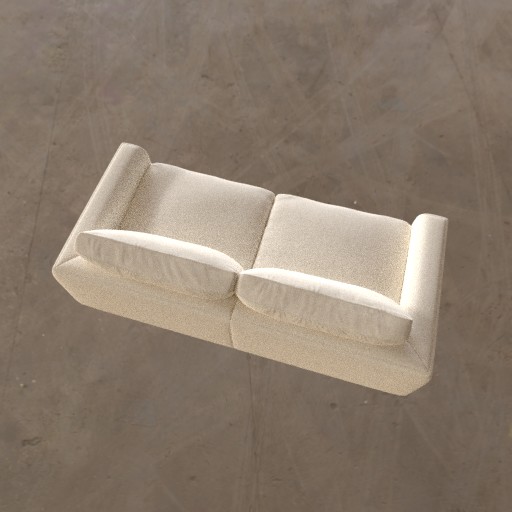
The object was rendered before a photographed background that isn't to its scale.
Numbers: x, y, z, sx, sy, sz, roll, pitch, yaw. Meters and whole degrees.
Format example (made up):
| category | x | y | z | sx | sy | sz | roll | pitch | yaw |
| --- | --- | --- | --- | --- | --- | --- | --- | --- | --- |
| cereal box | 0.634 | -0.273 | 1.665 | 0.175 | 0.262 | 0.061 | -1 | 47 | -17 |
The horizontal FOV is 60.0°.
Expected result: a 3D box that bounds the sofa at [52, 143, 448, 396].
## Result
| category | x | y | z | sx | sy | sz | roll | pitch | yaw |
| --- | --- | --- | --- | --- | --- | --- | --- | --- | --- |
| sofa | 0.000 | 0.000 | 2.832 | 2.262 | 0.801 | 1.070 | 14 | 64 | 7 |
